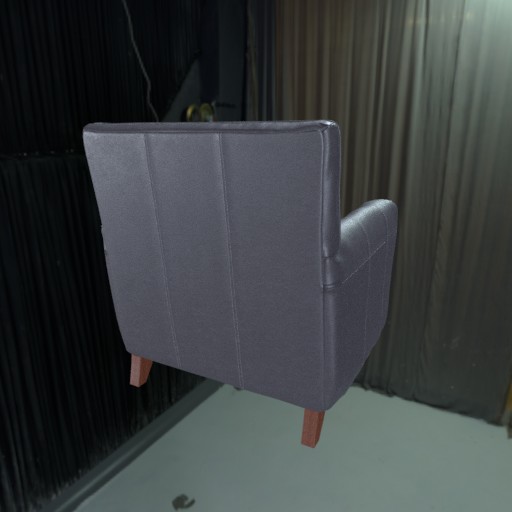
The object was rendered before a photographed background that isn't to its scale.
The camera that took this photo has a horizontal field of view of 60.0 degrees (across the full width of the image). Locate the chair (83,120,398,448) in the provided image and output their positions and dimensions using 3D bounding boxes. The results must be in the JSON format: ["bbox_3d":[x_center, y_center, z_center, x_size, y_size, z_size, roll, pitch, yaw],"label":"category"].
[{"bbox_3d":[0.000,0.000,1.644,0.870,0.943,0.825,8,18,27],"label":"chair"}]
